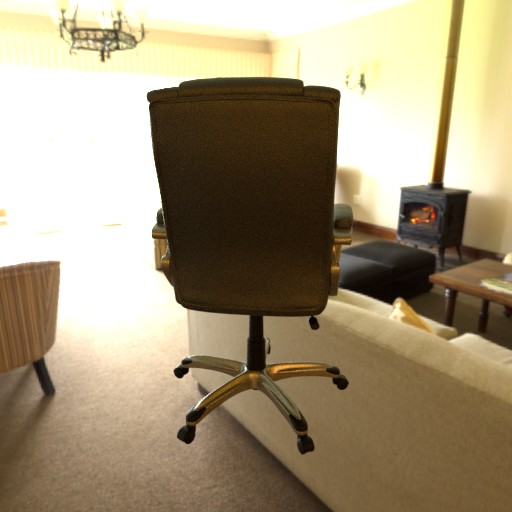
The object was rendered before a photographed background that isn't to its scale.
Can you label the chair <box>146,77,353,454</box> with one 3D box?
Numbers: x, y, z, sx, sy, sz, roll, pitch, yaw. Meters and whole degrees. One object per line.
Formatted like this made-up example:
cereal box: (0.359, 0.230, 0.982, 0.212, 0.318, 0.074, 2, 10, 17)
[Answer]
chair: (0.000, 0.000, 1.582, 0.721, 1.130, 0.719, 2, 16, 8)
